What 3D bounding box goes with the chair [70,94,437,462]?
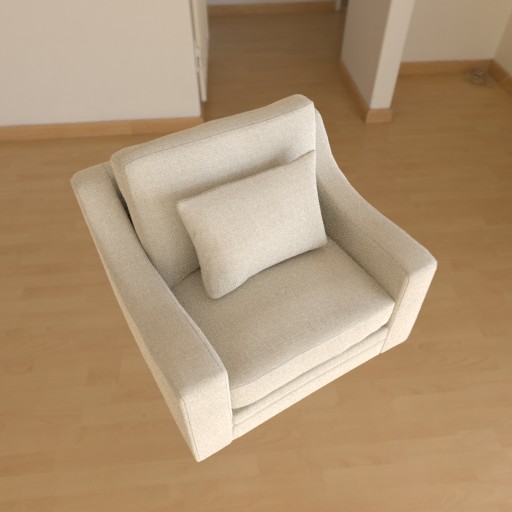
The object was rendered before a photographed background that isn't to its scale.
[{"bbox_3d":[0.000,0.000,1.934,1.178,1.016,1.009,-23,51,-20],"label":"chair"}]
